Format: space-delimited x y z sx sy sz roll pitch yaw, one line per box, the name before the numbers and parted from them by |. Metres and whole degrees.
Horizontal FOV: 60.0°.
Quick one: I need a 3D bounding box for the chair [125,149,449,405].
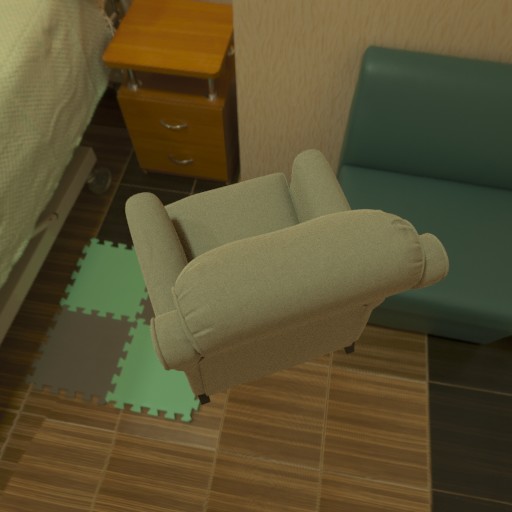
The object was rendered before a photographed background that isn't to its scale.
chair | 0.000 0.000 1.690 0.859 1.046 0.919 -16 60 -10
